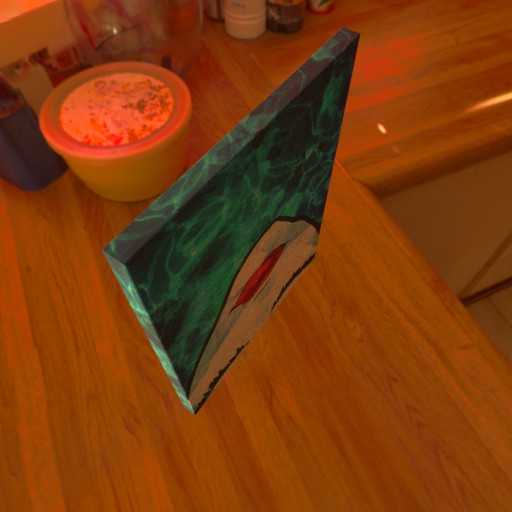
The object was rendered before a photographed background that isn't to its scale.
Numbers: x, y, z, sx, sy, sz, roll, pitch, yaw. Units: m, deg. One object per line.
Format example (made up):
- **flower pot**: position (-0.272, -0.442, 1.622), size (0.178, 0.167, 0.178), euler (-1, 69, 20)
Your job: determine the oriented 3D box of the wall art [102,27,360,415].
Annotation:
- **wall art**: position (0.000, 0.000, 0.999), size (0.038, 0.760, 0.609), euler (31, 62, 18)
